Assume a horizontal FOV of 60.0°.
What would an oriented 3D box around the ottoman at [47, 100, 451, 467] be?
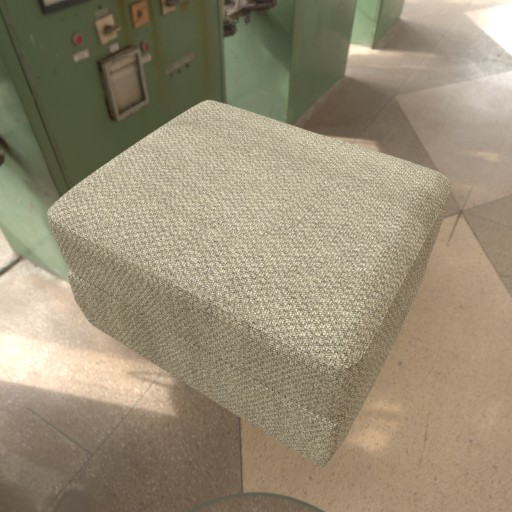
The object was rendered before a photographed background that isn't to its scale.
[{"bbox_3d":[0.000,0.000,1.100,0.751,0.476,0.603,24,51,22],"label":"ottoman"}]
